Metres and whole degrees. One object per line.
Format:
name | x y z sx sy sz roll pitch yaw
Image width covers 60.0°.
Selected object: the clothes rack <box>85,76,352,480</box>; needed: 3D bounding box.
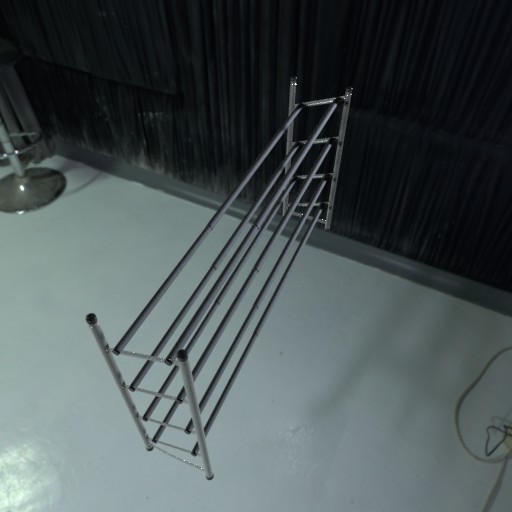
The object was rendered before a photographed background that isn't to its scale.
clothes rack | 0.000 0.000 1.439 0.229 0.672 1.168 17 49 16
